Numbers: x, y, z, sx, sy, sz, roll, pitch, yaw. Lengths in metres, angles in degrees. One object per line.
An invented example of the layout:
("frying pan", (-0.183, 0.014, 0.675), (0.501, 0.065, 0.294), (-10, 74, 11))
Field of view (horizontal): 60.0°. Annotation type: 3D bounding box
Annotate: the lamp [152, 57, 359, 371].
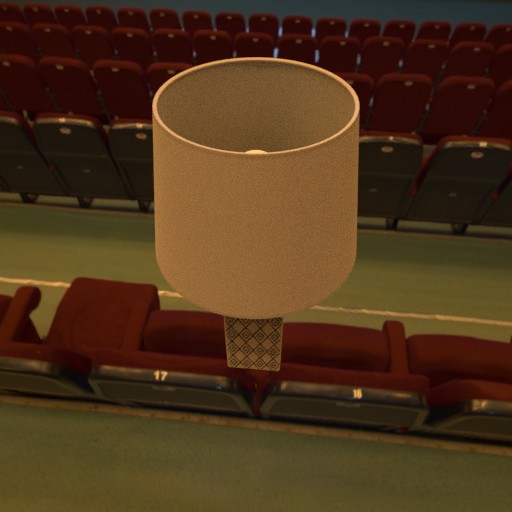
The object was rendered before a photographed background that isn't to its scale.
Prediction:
("lamp", (0.000, 0.000, 0.584), (0.251, 0.435, 0.251), (0, 45, 0))
